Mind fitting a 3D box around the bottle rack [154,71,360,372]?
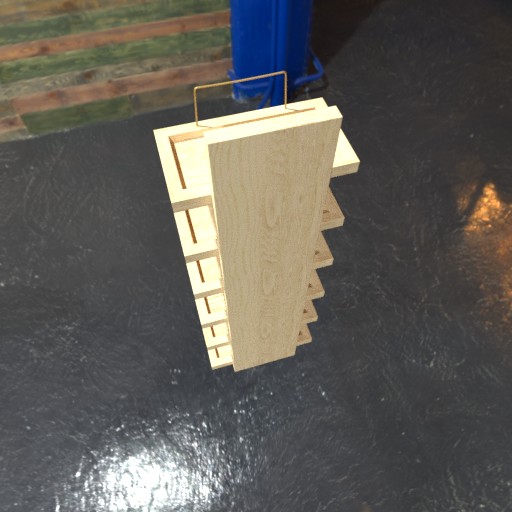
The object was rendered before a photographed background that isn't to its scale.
[{"bbox_3d":[0.000,0.000,1.067,0.330,0.943,0.206,-14,58,-9],"label":"bottle rack"}]
